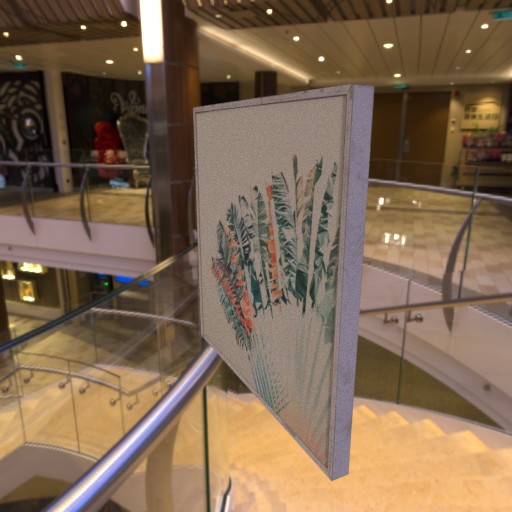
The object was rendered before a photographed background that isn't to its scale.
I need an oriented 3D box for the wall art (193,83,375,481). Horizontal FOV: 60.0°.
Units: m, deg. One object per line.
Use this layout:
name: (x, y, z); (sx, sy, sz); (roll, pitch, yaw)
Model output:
wall art: (0.000, 0.000, 0.759); (0.029, 0.506, 0.508); (-8, 17, -26)
